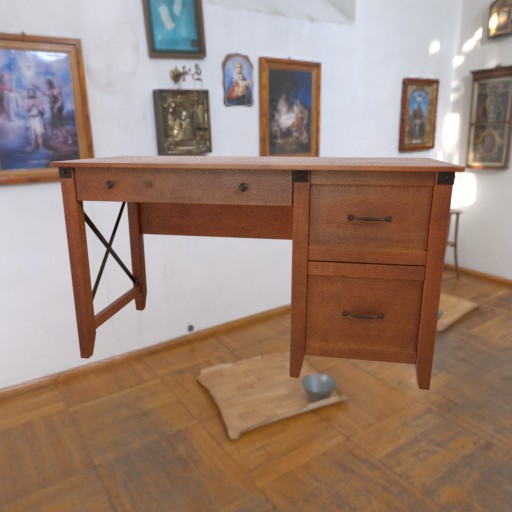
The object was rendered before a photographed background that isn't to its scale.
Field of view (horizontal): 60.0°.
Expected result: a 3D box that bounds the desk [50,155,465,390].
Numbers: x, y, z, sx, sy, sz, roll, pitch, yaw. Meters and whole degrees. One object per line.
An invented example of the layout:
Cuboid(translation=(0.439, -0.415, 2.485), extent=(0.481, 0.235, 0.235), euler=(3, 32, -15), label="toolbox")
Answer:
Cuboid(translation=(0.000, 0.000, 1.780), extent=(1.353, 0.756, 0.574), euler=(3, 15, 10), label="desk")
